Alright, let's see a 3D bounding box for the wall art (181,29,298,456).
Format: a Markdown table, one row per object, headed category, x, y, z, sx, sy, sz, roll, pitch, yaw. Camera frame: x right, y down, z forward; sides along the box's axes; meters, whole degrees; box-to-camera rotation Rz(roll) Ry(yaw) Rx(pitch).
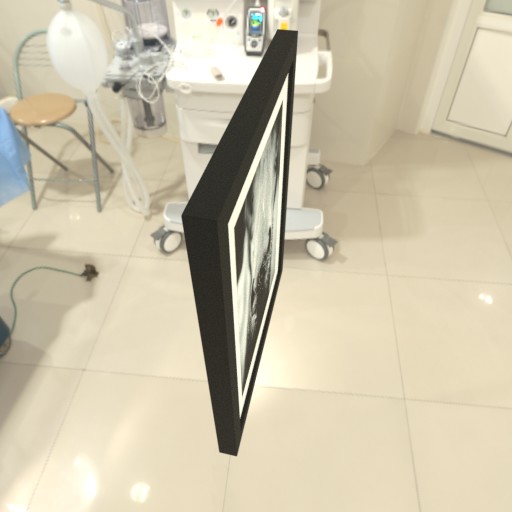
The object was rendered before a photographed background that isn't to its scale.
| category | x | y | z | sx | sy | sz | roll | pitch | yaw |
| --- | --- | --- | --- | --- | --- | --- | --- | --- | --- |
| wall art | 0.000 | 0.000 | 0.536 | 0.024 | 0.404 | 0.329 | 9 | 47 | 9 |
